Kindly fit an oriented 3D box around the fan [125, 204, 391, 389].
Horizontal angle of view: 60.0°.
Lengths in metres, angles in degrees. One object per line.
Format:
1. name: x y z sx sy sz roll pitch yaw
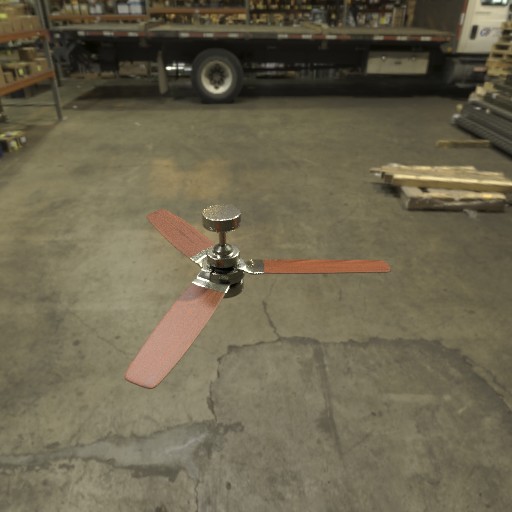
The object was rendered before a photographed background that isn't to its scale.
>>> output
1. fan: 0.000 0.000 2.035 1.271 0.410 1.416 -1 30 -1
